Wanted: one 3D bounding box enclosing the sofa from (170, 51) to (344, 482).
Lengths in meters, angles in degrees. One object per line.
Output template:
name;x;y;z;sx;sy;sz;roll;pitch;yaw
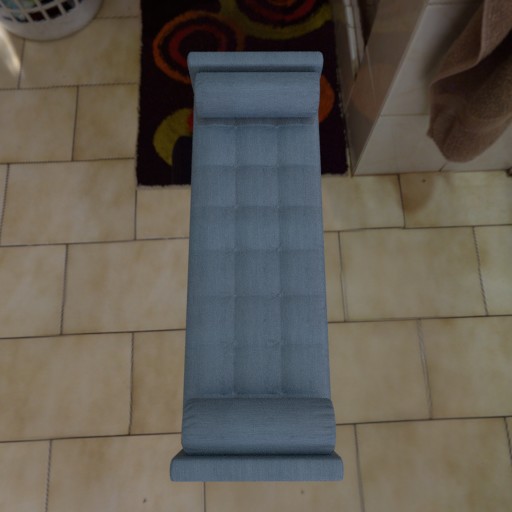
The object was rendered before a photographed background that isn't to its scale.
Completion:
sofa;0.000;0.000;2.266;0.686;0.635;1.981;0;75;0
